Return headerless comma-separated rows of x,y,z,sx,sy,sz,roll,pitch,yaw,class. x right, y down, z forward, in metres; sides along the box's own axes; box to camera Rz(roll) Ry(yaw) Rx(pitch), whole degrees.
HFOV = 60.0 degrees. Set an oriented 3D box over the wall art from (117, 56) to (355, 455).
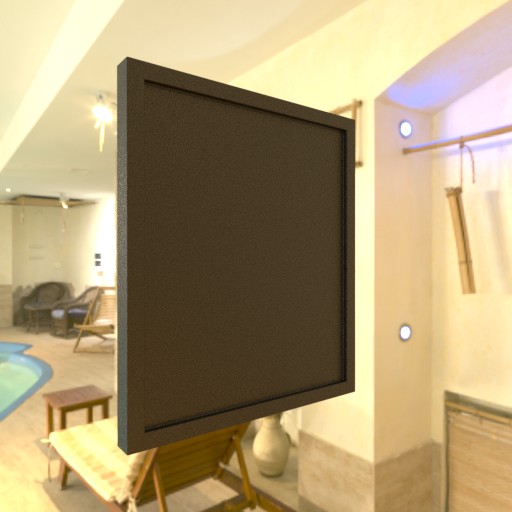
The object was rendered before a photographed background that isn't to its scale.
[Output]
0.000,0.000,0.531,0.328,0.381,0.028,0,0,-37,wall art
